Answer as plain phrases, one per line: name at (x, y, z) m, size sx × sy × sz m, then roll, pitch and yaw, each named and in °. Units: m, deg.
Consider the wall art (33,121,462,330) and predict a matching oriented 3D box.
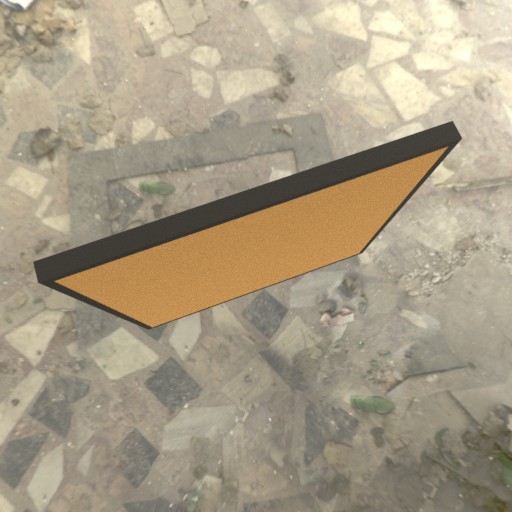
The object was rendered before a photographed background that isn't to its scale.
wall art at (0.000, 0.000, 1.122) m, size 0.763 × 0.763 × 0.038 m, roll -19°, pitch 76°, yaw -5°
